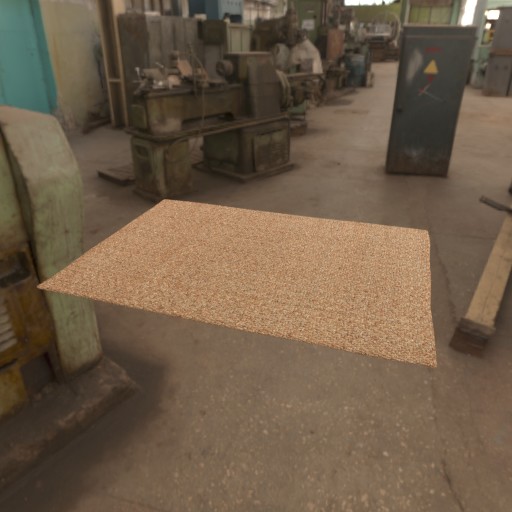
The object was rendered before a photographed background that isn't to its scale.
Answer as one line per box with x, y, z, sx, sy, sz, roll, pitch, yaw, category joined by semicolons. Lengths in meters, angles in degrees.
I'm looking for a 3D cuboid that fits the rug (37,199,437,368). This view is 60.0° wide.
0.000;0.000;2.847;2.141;0.013;1.566;8;28;16;rug
